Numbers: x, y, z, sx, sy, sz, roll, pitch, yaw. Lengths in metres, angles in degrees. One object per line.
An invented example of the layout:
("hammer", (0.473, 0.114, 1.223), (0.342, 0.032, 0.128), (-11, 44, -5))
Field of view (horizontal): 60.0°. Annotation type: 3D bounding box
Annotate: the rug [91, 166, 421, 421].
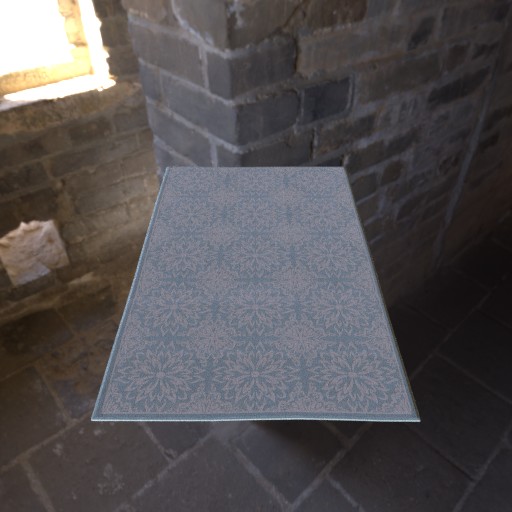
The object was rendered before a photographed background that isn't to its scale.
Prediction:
("rug", (0.000, 0.000, 3.470), (1.819, 0.018, 2.746), (0, 41, 0))
